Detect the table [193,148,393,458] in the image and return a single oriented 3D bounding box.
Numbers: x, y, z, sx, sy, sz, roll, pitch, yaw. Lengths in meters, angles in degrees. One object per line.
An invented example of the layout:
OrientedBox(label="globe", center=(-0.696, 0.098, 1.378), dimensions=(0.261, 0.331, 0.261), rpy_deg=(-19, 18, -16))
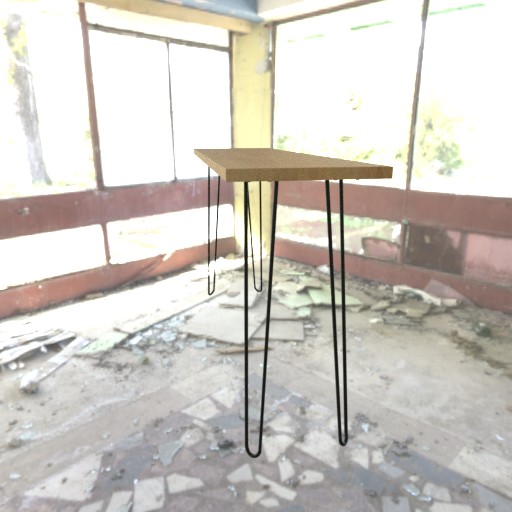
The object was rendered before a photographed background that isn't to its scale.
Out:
OrientedBox(label="table", center=(0.000, 0.000, 1.780), dimensions=(0.399, 0.799, 1.400), rpy_deg=(-3, 16, -10))
